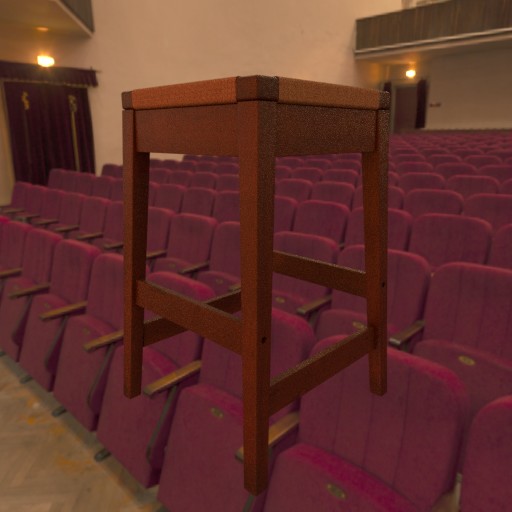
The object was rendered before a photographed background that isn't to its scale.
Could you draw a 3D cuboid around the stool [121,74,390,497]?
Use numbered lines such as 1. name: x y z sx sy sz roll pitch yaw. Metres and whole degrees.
1. stool: 0.000 0.000 1.088 0.497 0.762 0.507 15 21 43
